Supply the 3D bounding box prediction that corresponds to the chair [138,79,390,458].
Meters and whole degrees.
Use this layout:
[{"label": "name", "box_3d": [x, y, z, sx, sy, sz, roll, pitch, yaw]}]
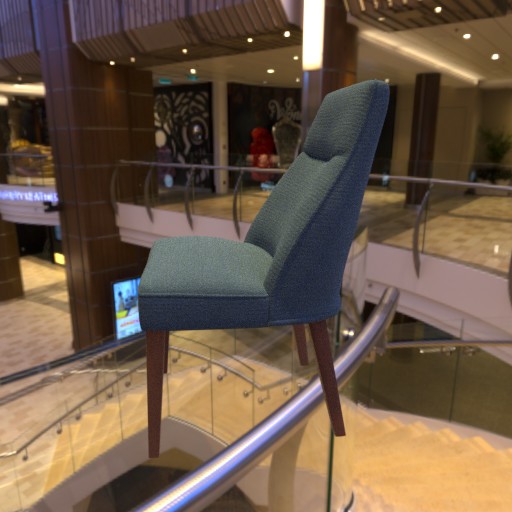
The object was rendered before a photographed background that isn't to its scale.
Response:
[{"label": "chair", "box_3d": [0.000, 0.000, 1.269, 0.620, 0.930, 0.500, -2, 15, -8]}]
